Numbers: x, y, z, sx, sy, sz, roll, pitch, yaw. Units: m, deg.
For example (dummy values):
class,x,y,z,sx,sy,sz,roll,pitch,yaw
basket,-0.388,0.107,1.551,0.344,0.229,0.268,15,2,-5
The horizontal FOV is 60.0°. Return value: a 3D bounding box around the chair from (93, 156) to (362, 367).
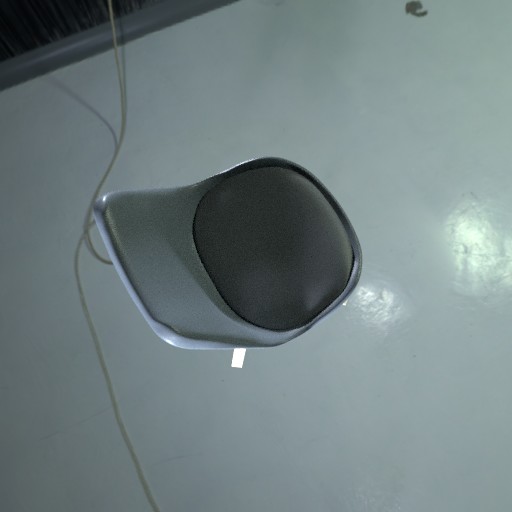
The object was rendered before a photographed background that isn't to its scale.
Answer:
class,x,y,z,sx,sy,sz,roll,pitch,yaw
chair,0.000,0.000,1.200,0.550,0.850,0.485,-30,78,-7
